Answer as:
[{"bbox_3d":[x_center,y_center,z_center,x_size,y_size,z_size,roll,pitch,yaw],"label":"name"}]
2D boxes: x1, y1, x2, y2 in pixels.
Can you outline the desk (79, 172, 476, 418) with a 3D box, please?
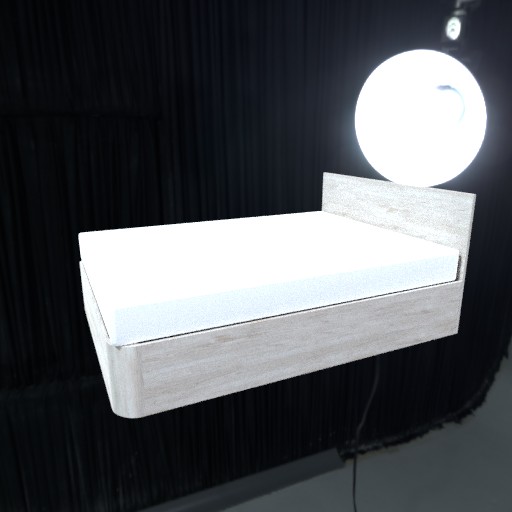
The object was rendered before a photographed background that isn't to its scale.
[{"bbox_3d":[0.000,0.000,2.656,1.900,0.800,1.400,-7,17,-24],"label":"desk"}]
